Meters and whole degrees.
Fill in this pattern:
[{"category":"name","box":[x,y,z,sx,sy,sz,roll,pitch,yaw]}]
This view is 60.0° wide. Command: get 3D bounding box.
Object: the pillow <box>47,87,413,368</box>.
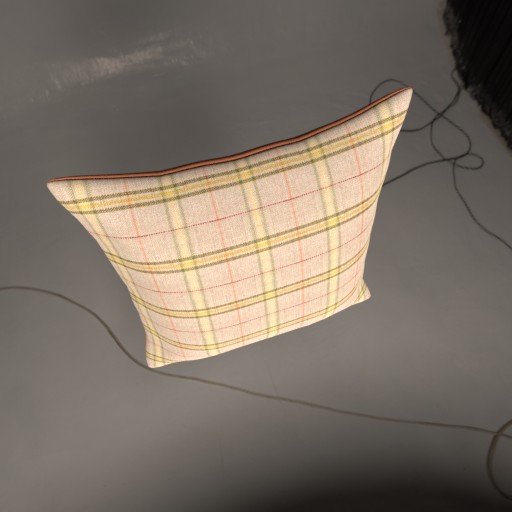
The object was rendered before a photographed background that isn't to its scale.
[{"category":"pillow","box":[0.000,0.000,0.688,0.453,0.430,0.200,-17,64,-8]}]
